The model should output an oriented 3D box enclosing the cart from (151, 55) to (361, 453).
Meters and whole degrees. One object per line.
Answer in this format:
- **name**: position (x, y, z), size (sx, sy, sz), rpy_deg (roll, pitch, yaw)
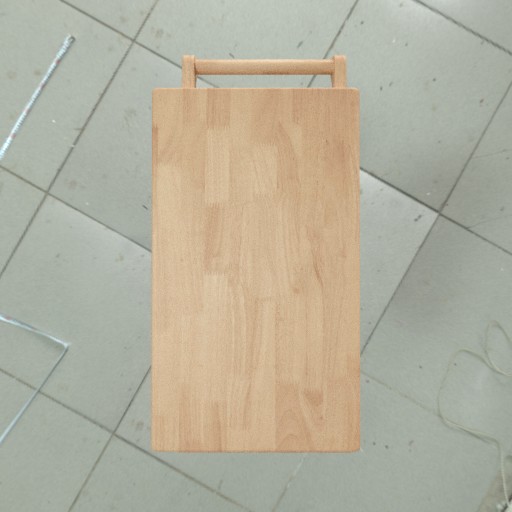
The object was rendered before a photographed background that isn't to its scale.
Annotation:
- **cart**: position (0.000, 0.000, 1.353), size (0.432, 0.879, 0.853), rpy_deg (0, 89, 0)
